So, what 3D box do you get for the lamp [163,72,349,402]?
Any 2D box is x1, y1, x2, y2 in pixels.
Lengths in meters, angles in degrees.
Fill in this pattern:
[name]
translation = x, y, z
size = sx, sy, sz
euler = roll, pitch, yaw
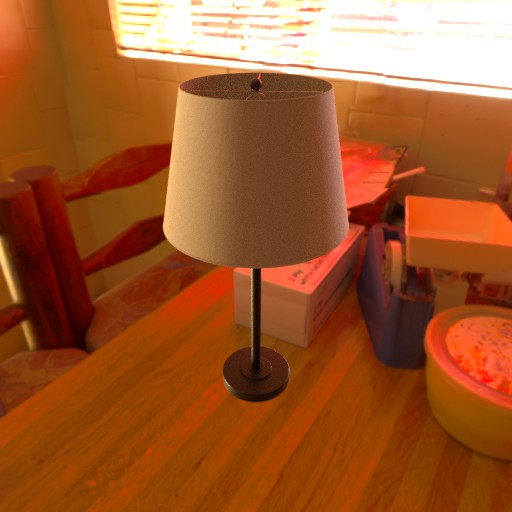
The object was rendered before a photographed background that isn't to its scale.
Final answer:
[lamp]
translation = 0.000, 0.000, 0.923
size = 0.363, 0.696, 0.363
euler = 0, 31, 0
